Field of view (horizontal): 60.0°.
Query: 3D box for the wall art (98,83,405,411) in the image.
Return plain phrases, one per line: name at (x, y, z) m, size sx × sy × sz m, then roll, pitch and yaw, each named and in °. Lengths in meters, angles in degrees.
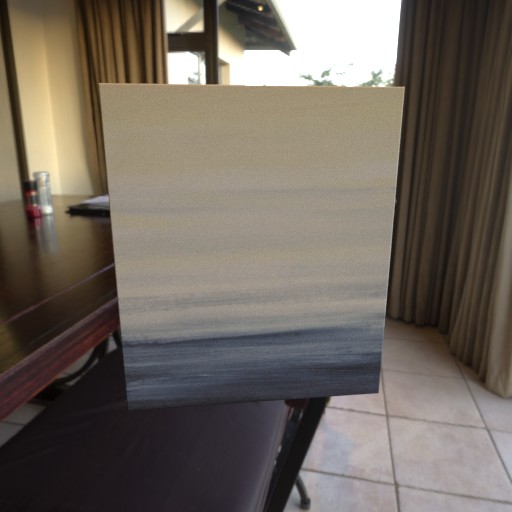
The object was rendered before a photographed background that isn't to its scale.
wall art at (0.000, 0.000, 0.712) m, size 0.435 × 0.511 × 0.037 m, roll -2°, pitch 16°, yaw -7°
